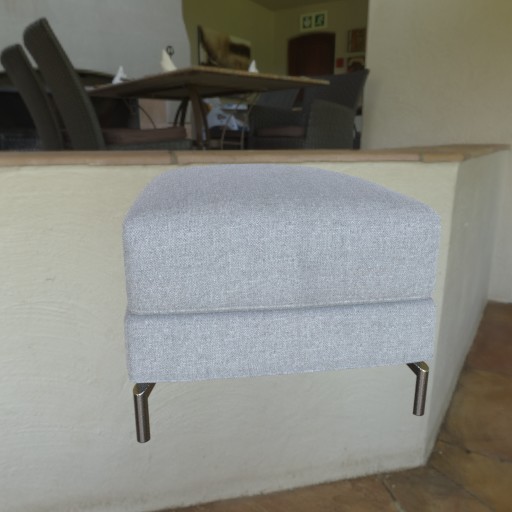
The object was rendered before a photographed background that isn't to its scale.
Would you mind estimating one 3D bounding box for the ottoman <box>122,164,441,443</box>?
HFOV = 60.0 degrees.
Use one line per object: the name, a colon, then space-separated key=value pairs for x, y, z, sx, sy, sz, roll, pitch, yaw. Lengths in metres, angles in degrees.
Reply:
ottoman: x=0.000 y=0.000 z=1.159 sx=0.584 sy=0.457 sz=0.838 roll=-2 pitch=15 yaw=-8
